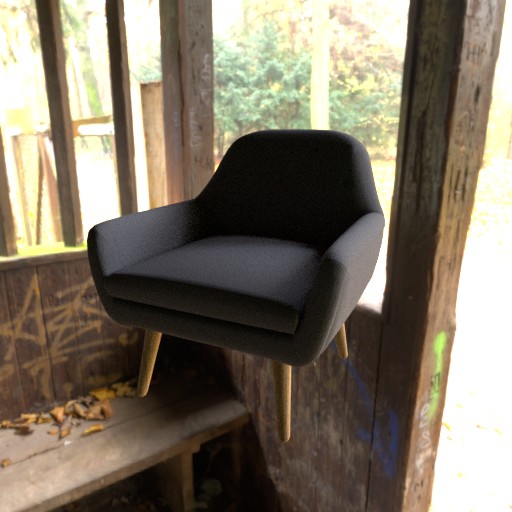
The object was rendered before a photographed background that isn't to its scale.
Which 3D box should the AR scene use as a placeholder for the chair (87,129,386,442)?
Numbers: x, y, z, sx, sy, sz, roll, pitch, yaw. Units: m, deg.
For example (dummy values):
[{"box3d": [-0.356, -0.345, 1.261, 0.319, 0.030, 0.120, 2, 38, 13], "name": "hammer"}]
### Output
[{"box3d": [0.000, 0.000, 1.456, 0.770, 0.800, 0.779, 8, 18, 25], "name": "chair"}]
